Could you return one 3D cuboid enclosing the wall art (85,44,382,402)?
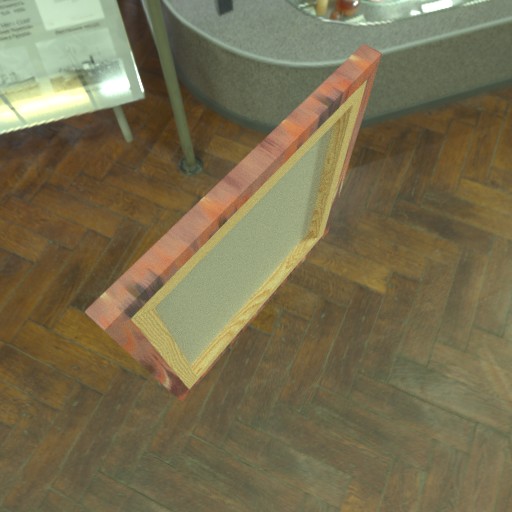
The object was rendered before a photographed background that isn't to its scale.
[{"bbox_3d":[0.000,0.000,0.900,0.037,0.609,0.603,37,70,16],"label":"wall art"}]
